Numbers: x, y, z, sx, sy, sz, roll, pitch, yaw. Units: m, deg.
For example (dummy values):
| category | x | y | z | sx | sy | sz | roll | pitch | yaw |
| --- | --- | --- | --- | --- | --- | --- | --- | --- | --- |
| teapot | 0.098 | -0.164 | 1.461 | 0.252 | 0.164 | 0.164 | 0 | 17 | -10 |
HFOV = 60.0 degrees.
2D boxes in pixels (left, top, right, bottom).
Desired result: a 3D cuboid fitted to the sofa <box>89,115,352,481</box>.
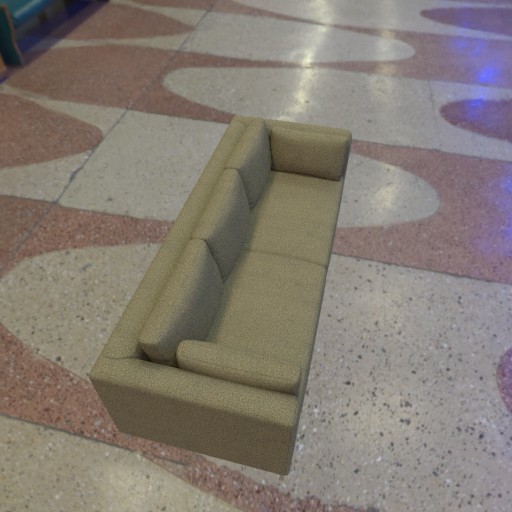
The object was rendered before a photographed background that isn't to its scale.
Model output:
| category | x | y | z | sx | sy | sz | roll | pitch | yaw |
| --- | --- | --- | --- | --- | --- | --- | --- | --- | --- |
| sofa | 0.000 | 0.000 | 2.953 | 0.969 | 0.867 | 2.415 | 10 | 47 | 10 |
